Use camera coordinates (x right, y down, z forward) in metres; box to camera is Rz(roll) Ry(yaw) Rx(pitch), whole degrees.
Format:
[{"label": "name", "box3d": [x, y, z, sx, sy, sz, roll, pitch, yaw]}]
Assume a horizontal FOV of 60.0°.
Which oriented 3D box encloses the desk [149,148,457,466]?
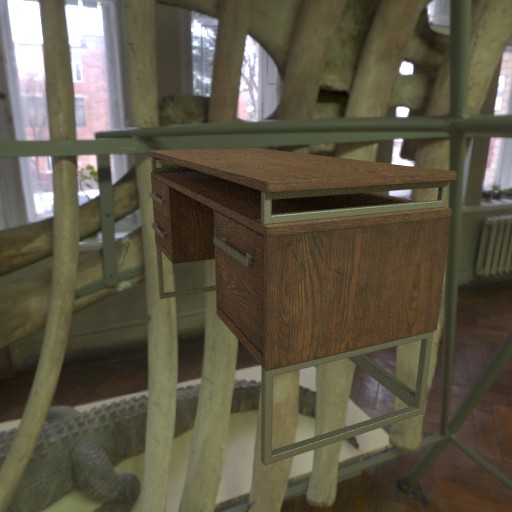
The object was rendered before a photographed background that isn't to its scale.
[{"label": "desk", "box3d": [0.000, 0.000, 1.831, 0.610, 0.792, 1.384, -7, 18, -23]}]
